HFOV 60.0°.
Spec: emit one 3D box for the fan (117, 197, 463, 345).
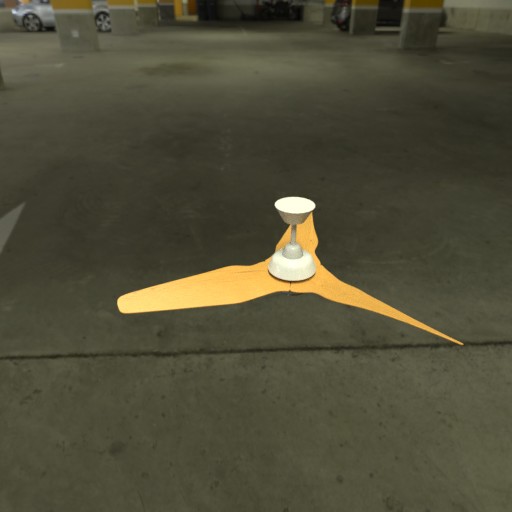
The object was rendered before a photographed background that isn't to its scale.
[{"bbox_3d":[0.000,0.000,1.623,1.010,0.355,1.142,-11,32,-18],"label":"fan"}]
